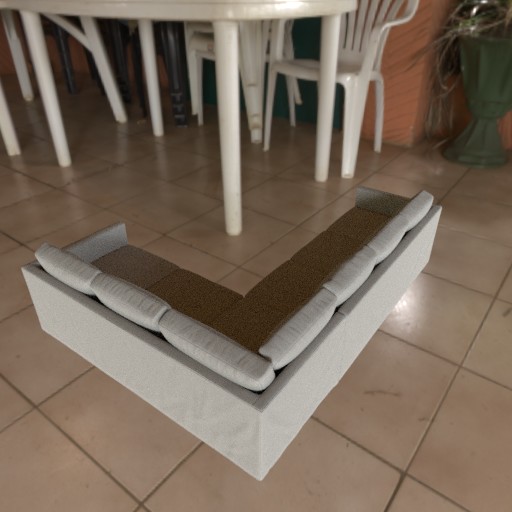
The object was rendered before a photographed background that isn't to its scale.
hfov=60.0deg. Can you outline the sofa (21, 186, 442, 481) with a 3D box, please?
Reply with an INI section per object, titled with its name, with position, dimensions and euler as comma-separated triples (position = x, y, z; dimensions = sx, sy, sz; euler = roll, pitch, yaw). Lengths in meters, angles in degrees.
[sofa]
position = 0.000, 0.000, 4.202
dimensions = 2.432, 0.871, 3.182
euler = 21, 38, 30
